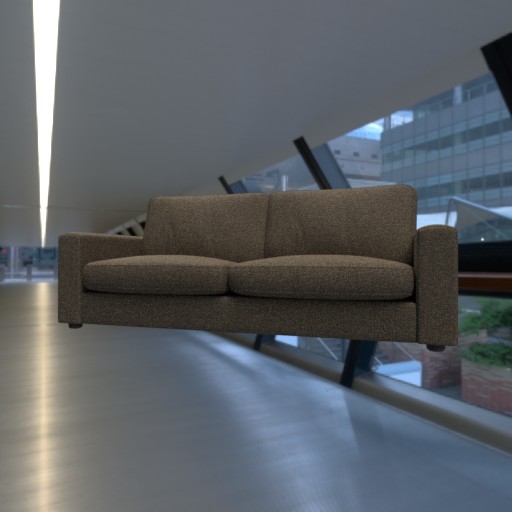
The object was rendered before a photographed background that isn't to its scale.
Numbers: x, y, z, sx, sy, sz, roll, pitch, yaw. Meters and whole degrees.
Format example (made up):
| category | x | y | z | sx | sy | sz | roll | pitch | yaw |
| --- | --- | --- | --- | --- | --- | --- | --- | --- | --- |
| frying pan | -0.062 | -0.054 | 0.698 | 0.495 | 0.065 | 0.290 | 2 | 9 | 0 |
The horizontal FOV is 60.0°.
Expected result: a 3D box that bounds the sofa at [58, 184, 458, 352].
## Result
| category | x | y | z | sx | sy | sz | roll | pitch | yaw |
| --- | --- | --- | --- | --- | --- | --- | --- | --- | --- |
| sofa | 0.000 | 0.000 | 2.718 | 2.179 | 0.873 | 1.016 | 0 | 0 | 19 |
